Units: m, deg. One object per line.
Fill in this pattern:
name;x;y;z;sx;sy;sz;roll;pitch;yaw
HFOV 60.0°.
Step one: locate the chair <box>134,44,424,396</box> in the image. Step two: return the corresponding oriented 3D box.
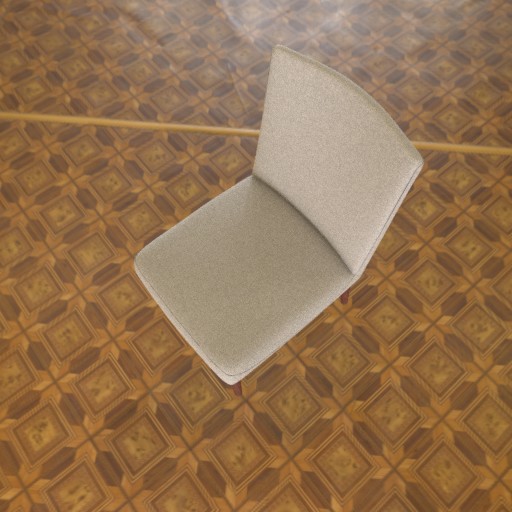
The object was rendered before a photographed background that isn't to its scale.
chair;0.000;0.000;1.213;0.570;0.859;0.456;-37;70;-16
